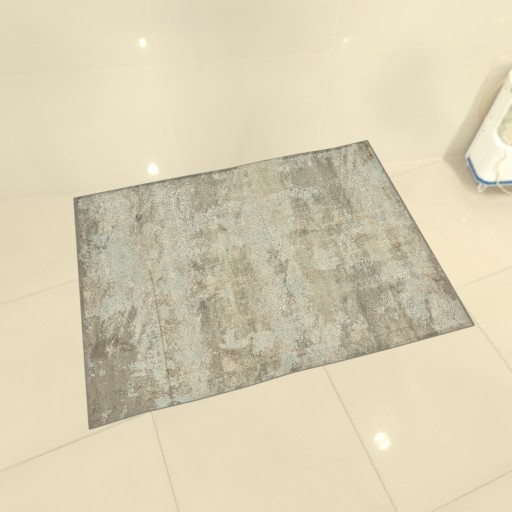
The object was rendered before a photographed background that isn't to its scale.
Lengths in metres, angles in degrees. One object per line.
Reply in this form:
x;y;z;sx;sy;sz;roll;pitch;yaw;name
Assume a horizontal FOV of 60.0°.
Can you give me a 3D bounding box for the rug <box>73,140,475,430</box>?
0.000;0.000;4.247;3.307;0.013;2.393;-13;58;-8;rug
